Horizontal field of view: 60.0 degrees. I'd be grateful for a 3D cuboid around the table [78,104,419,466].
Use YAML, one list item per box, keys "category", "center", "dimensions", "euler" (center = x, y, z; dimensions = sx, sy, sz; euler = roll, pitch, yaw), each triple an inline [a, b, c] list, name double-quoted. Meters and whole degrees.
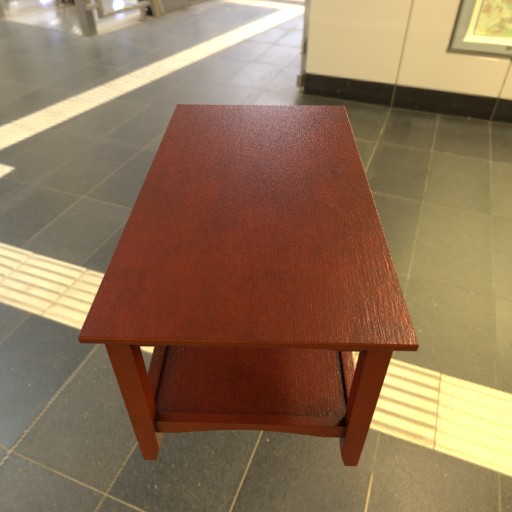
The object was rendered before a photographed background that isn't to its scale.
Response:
- category: "table"
  center: [0.000, 0.000, 1.193]
  dimensions: [0.533, 0.456, 0.943]
  euler: [1, 41, 1]
